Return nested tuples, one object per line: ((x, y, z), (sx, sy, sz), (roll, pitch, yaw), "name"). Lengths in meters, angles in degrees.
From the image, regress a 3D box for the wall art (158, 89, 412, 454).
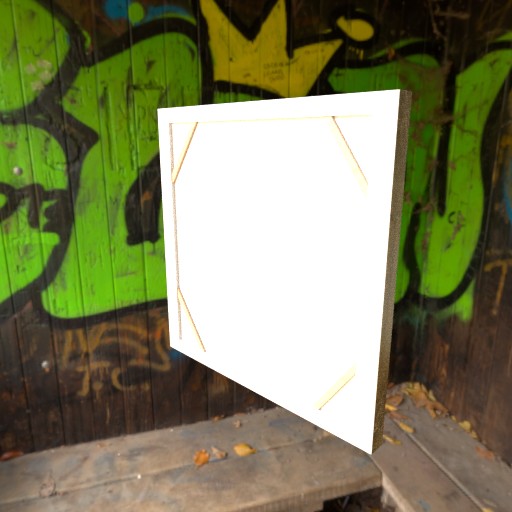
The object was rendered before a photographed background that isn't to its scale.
((0.000, 0.000, 0.927), (0.610, 0.610, 0.038), (14, 20, 43), "wall art")
